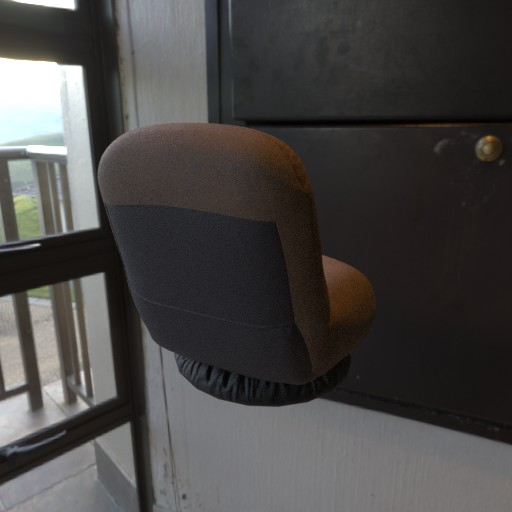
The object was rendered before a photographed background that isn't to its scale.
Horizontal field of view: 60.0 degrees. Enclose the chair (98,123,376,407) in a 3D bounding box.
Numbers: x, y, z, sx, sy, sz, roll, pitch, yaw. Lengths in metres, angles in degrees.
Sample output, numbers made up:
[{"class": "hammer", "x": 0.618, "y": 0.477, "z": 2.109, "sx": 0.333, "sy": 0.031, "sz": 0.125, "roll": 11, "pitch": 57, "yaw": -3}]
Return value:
[{"class": "chair", "x": 0.000, "y": 0.000, "z": 1.037, "sx": 0.521, "sy": 0.594, "sz": 0.597, "roll": 9, "pitch": 18, "yaw": 27}]
